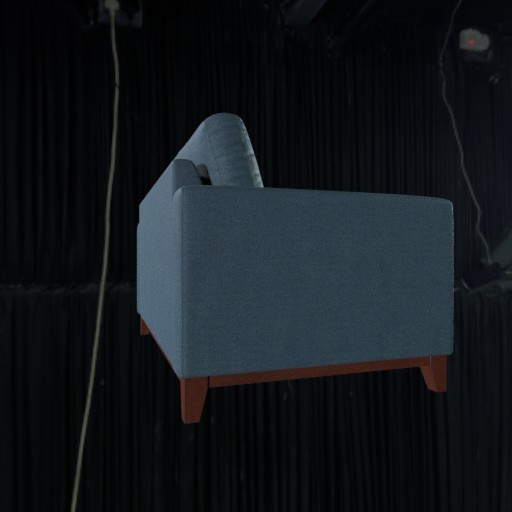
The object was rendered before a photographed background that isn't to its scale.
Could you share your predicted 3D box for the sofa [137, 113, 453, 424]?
[{"bbox_3d":[0.000,0.000,2.028,0.955,0.903,1.489,0,0,-19],"label":"sofa"}]
